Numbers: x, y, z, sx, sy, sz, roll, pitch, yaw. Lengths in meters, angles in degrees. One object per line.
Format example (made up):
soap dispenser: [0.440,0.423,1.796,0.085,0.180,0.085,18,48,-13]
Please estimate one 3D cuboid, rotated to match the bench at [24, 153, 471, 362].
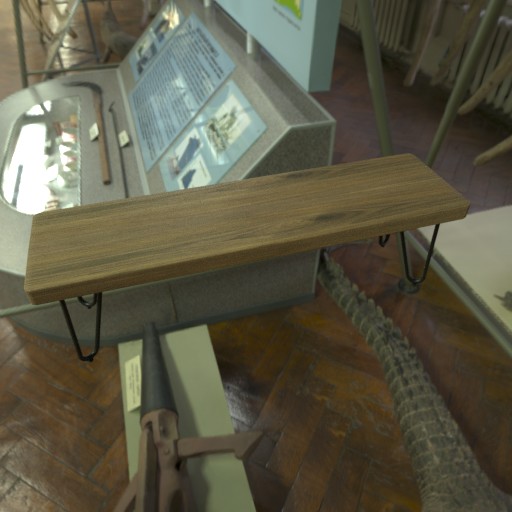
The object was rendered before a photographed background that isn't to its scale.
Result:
bench: [0.000,0.000,1.785,1.570,0.462,0.425,-11,42,-13]
